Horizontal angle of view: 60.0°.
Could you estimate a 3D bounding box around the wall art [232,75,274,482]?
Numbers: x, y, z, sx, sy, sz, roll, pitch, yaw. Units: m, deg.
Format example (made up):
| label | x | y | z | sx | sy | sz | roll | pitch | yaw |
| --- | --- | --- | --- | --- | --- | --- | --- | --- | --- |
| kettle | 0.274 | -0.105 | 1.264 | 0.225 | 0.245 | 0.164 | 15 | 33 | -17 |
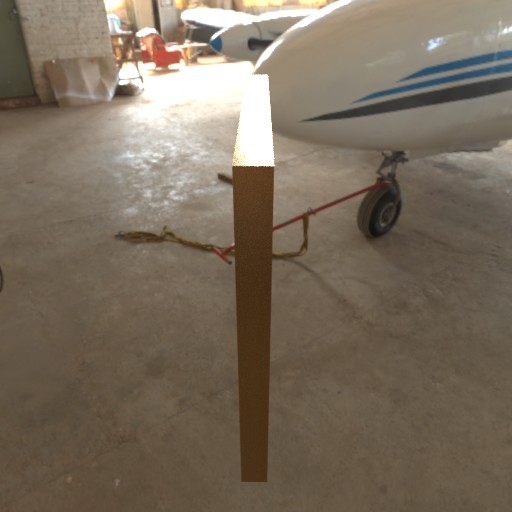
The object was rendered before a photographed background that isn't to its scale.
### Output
| label | x | y | z | sx | sy | sz | roll | pitch | yaw |
| --- | --- | --- | --- | --- | --- | --- | --- | --- | --- |
| wall art | 0.000 | 0.000 | 0.771 | 0.040 | 0.509 | 0.509 | 0 | 31 | 1 |
